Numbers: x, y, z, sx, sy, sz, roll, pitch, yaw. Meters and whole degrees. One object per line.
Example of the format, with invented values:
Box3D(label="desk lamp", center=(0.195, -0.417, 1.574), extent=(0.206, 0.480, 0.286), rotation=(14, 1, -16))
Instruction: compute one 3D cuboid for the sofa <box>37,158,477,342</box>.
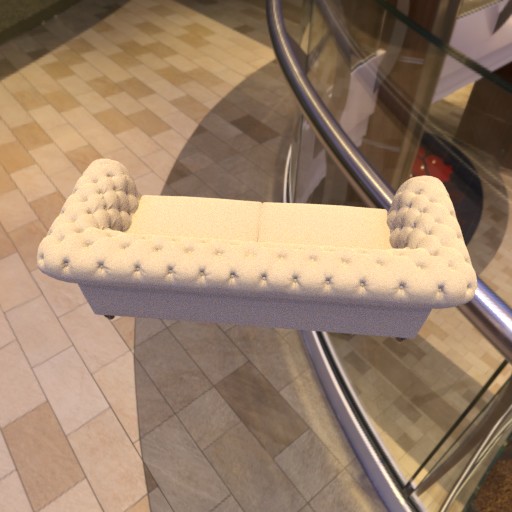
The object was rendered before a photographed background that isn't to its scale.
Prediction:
Box3D(label="sofa", center=(0.000, 0.000, 3.142), extent=(2.694, 0.847, 1.076), rotation=(4, 46, 4))
